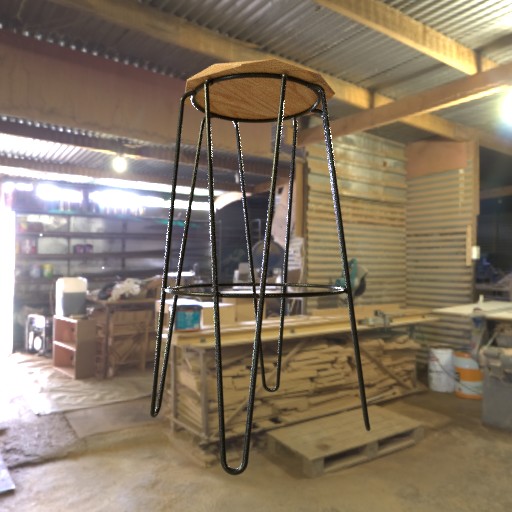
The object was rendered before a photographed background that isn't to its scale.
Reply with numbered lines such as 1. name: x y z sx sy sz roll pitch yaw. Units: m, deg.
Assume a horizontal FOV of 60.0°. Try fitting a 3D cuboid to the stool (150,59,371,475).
1. stool: 0.000 0.000 0.812 0.326 0.610 0.326 0 -1 -35
